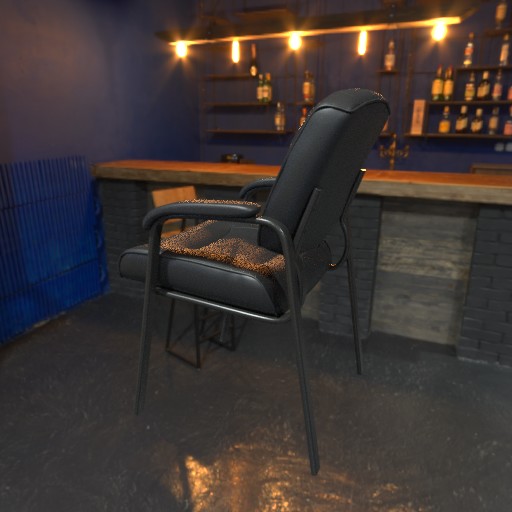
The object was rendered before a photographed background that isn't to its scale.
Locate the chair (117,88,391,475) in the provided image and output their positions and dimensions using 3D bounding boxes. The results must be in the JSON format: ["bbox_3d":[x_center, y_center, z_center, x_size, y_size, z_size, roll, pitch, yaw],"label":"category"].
[{"bbox_3d":[0.000,0.000,1.311,0.668,0.910,0.591,8,19,24],"label":"chair"}]
